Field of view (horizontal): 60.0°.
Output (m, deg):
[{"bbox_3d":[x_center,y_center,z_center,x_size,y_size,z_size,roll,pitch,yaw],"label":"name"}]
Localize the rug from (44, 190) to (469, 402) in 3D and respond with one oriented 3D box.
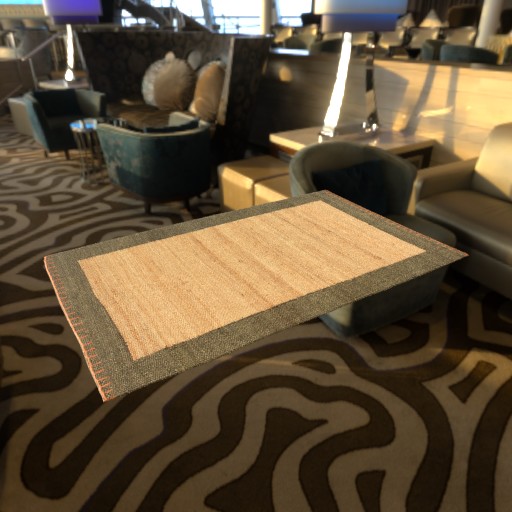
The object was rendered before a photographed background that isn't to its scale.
[{"bbox_3d":[0.000,0.000,2.947,2.435,0.006,1.521,-16,32,-28],"label":"rug"}]
